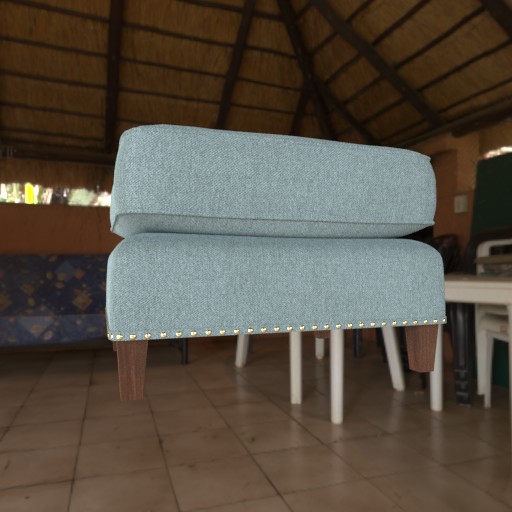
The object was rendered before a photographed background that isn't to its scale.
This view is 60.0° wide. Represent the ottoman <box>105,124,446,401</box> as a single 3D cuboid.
[{"bbox_3d":[0.000,0.000,1.153,0.738,0.537,0.589,0,-1,-19],"label":"ottoman"}]
